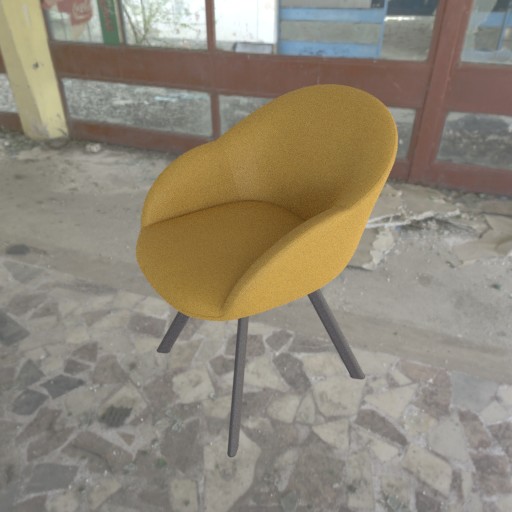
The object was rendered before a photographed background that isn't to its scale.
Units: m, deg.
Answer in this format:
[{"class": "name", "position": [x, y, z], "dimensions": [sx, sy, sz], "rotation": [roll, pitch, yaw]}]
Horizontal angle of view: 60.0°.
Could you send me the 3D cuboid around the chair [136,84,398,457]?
[{"class": "chair", "position": [0.000, 0.000, 1.176], "dimensions": [0.583, 0.793, 0.551], "rotation": [-20, 37, -28]}]
